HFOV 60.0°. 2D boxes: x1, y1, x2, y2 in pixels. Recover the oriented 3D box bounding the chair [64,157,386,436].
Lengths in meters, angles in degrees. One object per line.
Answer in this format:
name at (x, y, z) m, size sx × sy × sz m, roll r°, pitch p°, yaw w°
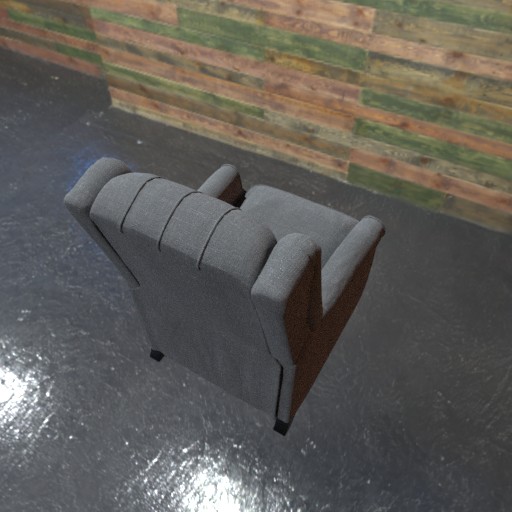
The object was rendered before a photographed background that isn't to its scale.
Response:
chair at (0.000, 0.000, 1.627) m, size 0.742 × 1.035 × 0.898 m, roll 24°, pitch 51°, yaw 21°
